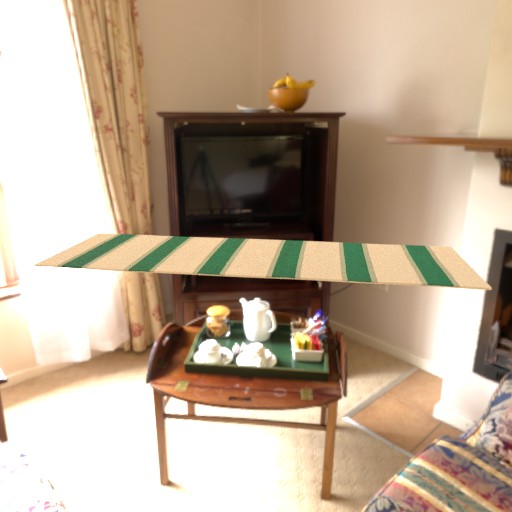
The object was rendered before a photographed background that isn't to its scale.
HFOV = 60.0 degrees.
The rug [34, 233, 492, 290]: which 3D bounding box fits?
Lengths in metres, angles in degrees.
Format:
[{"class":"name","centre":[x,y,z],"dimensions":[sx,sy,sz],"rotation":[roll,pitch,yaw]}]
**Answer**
[{"class":"rug","centre":[0.000,0.000,2.688],"dimensions":[2.438,0.012,0.768],"rotation":[3,17,8]}]
